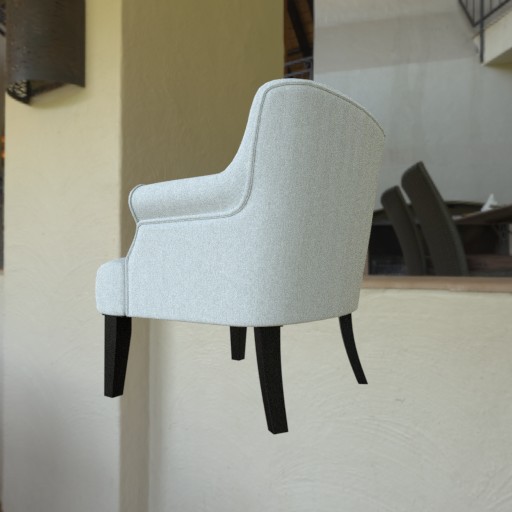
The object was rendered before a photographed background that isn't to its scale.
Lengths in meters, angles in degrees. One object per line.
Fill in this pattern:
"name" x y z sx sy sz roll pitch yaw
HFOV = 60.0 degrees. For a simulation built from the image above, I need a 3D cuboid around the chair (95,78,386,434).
"chair" 0.000 0.000 1.469 0.750 0.875 0.781 -1 -1 35
